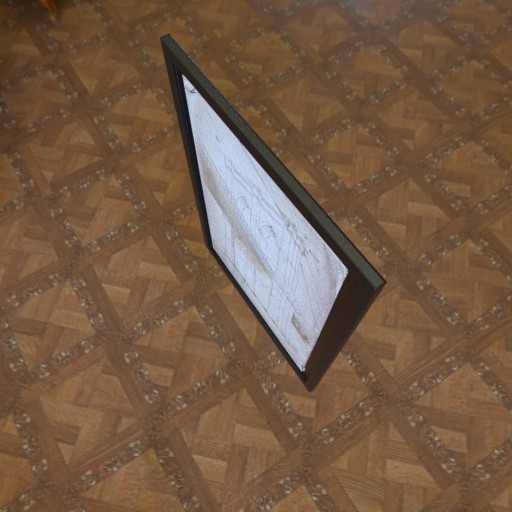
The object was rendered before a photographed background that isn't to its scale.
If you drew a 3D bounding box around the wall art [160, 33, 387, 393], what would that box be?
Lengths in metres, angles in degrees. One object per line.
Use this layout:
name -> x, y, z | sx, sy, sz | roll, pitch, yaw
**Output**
wall art -> 0.000, 0.000, 0.857 | 0.016, 0.657, 0.480 | -31, 68, -14
